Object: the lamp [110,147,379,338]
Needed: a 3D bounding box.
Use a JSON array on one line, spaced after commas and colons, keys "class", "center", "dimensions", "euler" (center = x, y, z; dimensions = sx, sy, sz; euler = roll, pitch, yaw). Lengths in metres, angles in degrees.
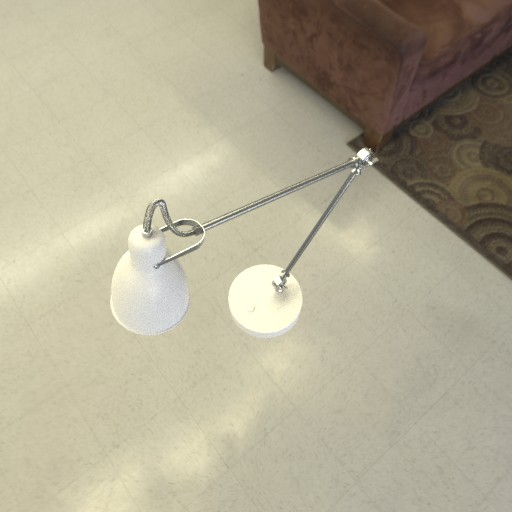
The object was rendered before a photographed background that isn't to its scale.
[{"class": "lamp", "center": [0.000, 0.000, 0.877], "dimensions": [0.561, 0.587, 0.187], "euler": [-33, 67, -16]}]
